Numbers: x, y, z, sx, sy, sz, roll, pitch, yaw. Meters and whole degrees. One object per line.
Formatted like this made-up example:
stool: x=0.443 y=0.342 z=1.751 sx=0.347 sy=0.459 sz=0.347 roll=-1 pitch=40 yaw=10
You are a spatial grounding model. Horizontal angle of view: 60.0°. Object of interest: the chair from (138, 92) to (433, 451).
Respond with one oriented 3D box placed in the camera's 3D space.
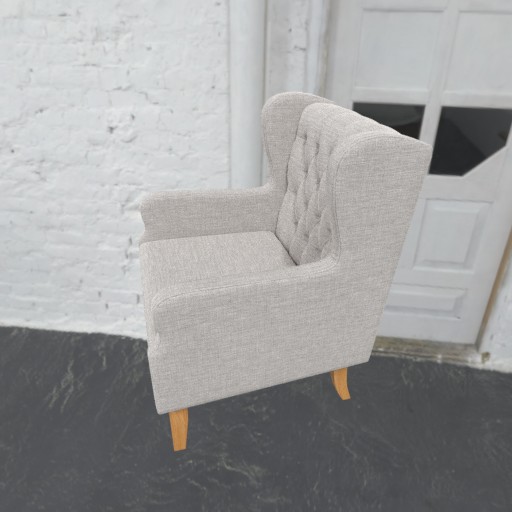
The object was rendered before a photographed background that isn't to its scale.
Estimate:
chair: x=0.000 y=0.000 z=1.481 sx=0.760 sy=0.930 sz=0.710 roll=-8 pitch=30 yaw=-13
